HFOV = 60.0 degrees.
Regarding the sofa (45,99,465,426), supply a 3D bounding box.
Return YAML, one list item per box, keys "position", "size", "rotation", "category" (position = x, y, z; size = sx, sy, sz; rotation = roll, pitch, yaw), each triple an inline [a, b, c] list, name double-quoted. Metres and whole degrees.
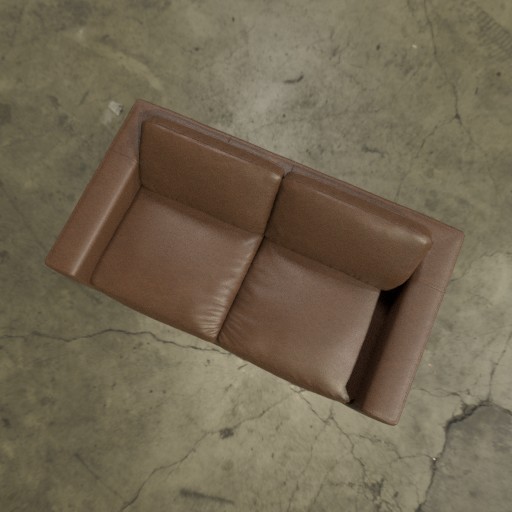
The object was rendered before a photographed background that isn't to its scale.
- position: [0.000, 0.000, 2.417]
  size: [1.920, 0.800, 1.070]
  rotation: [24, 78, 6]
  category: "sofa"
